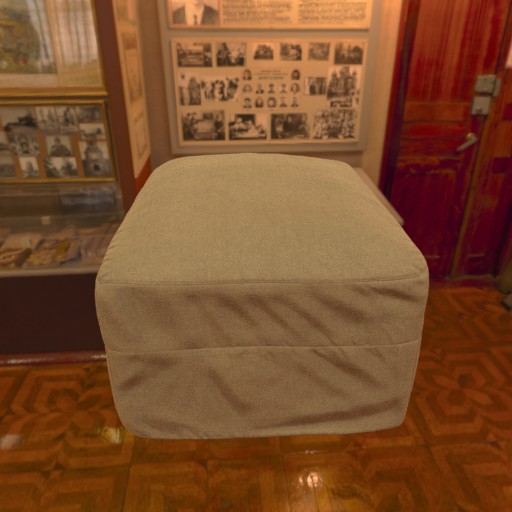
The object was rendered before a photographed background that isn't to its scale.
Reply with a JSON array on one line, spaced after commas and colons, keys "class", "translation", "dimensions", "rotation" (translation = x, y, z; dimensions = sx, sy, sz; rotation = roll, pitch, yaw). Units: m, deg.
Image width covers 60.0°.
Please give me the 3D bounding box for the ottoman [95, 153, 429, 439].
[{"class": "ottoman", "translation": [0.000, 0.000, 1.241], "dimensions": [0.683, 0.481, 0.837], "rotation": [-1, 27, -2]}]
